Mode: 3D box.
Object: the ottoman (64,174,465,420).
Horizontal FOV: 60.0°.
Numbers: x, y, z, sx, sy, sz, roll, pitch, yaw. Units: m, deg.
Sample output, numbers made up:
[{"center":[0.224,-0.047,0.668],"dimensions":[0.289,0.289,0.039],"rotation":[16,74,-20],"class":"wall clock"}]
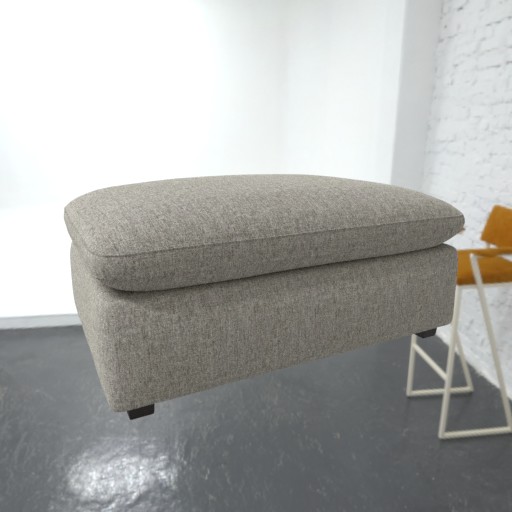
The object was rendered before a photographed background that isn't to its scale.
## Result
[{"center":[0.000,0.000,1.292],"dimensions":[0.977,0.451,0.694],"rotation":[-8,17,-26],"class":"ottoman"}]
